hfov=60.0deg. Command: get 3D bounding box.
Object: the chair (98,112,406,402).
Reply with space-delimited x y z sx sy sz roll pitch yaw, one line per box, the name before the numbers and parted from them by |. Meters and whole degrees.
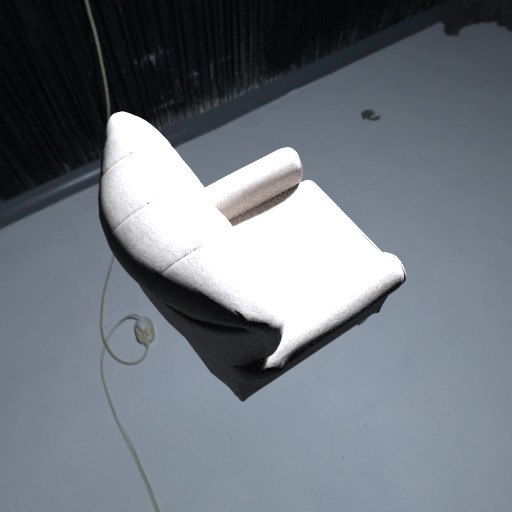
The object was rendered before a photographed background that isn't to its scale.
chair | 0.000 0.000 1.883 1.025 1.209 0.942 -29 63 -16
